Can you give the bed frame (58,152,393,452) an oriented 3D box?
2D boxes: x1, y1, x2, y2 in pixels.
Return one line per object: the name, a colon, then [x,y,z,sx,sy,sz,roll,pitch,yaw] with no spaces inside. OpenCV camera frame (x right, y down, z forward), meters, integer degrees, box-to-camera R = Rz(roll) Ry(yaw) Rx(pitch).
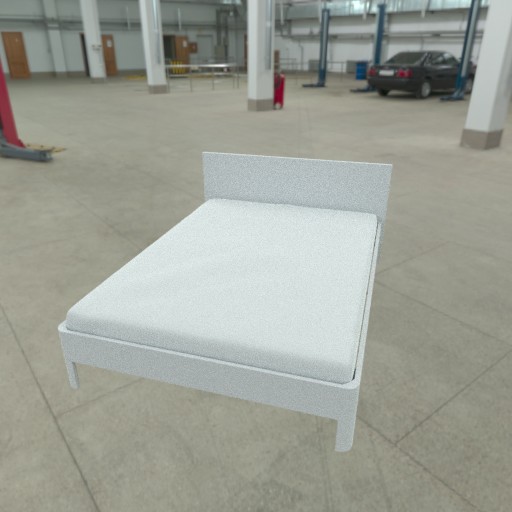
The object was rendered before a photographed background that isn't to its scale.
bed frame: [0.000,0.000,2.757,1.490,0.800,1.950,7,26,15]
